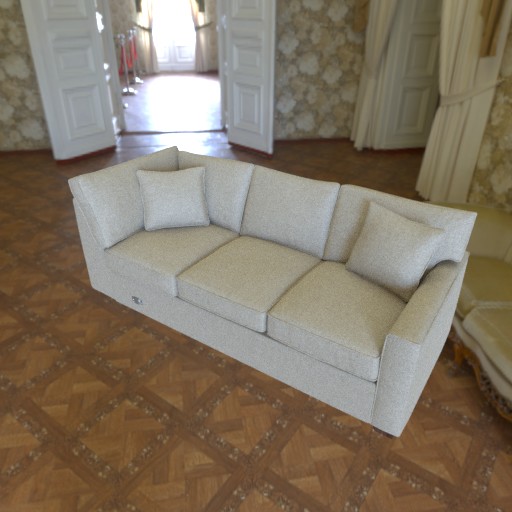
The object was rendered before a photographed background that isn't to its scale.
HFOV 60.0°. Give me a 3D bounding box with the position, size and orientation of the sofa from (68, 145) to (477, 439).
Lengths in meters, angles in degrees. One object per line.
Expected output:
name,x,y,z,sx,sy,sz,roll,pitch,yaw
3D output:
sofa,0.000,0.000,2.832,2.323,0.948,1.053,19,34,30
